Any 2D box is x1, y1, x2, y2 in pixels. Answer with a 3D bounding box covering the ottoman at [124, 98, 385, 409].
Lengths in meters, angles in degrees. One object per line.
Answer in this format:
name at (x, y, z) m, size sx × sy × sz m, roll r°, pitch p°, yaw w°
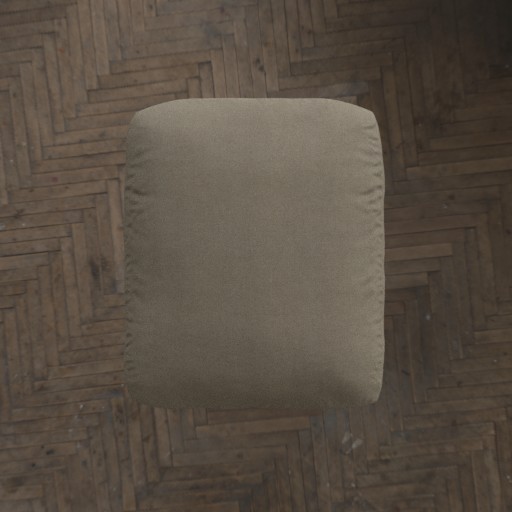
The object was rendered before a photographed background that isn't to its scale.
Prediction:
ottoman at (0.000, 0.000, 1.109) m, size 0.584 × 0.480 × 0.712 m, roll 0°, pitch 90°, yaw 1°
